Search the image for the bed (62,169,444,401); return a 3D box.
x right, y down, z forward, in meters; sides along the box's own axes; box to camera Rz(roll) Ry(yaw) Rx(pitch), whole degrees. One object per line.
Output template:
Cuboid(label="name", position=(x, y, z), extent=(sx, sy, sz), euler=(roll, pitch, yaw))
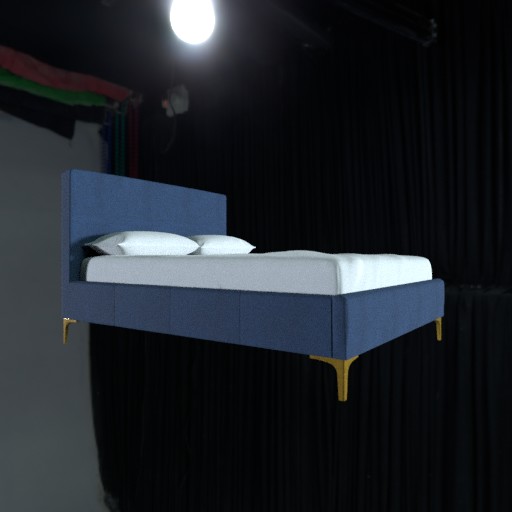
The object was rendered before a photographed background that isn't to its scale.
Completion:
Cuboid(label="bed", position=(0.000, 0.000, 3.182), extent=(2.172, 1.231, 1.723), euler=(0, 0, 36))
